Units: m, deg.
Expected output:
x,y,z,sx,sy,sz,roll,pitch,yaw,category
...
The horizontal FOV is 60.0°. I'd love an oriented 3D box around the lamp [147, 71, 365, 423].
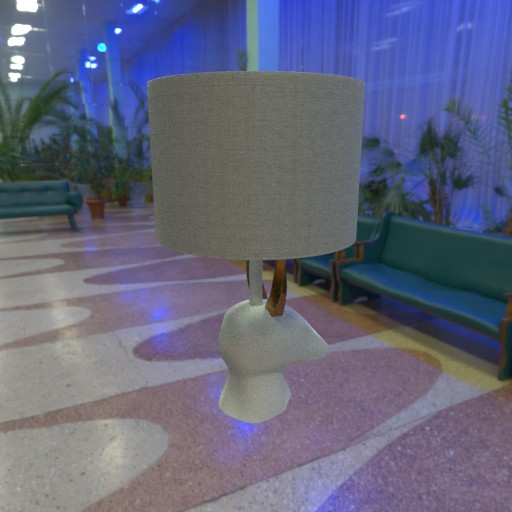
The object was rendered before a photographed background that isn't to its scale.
x,y,z,sx,sy,sz,roll,pitch,yaw,category
0.000,0.000,0.685,0.298,0.503,0.298,-7,17,-26,lamp
